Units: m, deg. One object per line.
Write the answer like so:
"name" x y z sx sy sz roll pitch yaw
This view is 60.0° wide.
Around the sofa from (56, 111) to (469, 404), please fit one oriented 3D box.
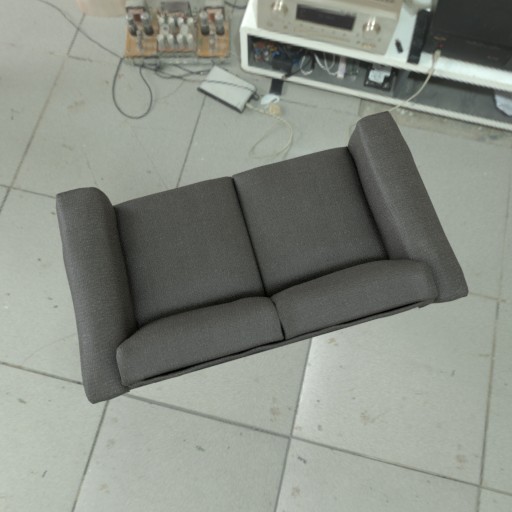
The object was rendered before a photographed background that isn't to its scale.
"sofa" 0.000 0.000 2.179 1.690 0.656 0.960 -15 75 -4
